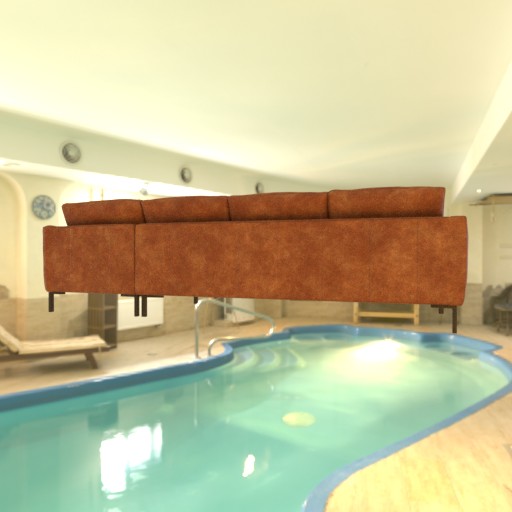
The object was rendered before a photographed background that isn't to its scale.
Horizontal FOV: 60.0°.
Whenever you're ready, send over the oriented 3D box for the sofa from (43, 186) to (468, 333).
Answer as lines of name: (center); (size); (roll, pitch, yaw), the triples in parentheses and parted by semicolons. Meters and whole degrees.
sofa: (0.000, 0.000, 3.613); (2.993, 0.859, 1.471); (0, 0, 19)
